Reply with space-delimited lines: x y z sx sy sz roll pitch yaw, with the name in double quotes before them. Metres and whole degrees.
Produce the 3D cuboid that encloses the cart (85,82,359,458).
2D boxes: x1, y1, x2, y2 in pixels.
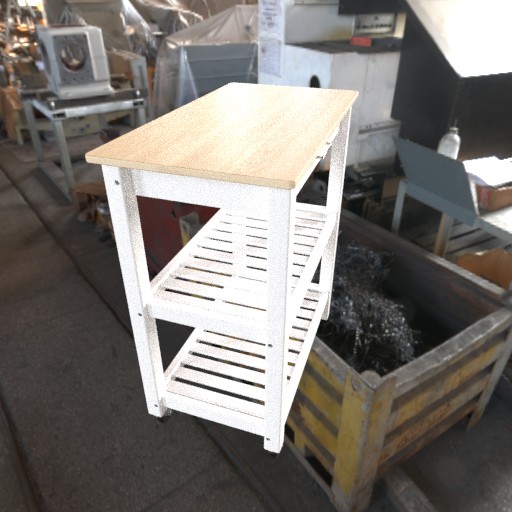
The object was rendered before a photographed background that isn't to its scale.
"cart" 0.000 0.000 1.466 0.457 0.927 0.899 10 33 16
